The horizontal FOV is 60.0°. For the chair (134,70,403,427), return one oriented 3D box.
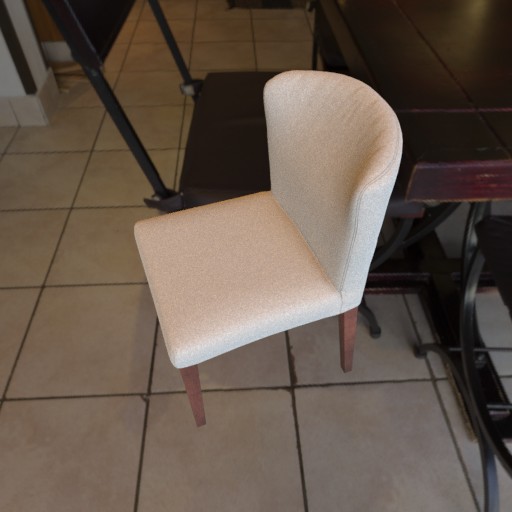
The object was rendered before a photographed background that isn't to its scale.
[{"bbox_3d":[0.000,0.000,1.210,0.592,0.839,0.491,-16,49,-15],"label":"chair"}]
